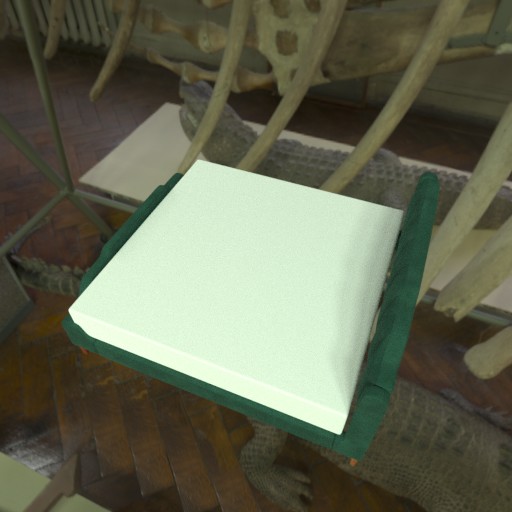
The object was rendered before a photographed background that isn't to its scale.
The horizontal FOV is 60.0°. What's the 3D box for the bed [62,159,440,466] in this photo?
[{"bbox_3d":[0.000,0.000,3.498,2.340,1.245,2.074,17,49,15],"label":"bed"}]
